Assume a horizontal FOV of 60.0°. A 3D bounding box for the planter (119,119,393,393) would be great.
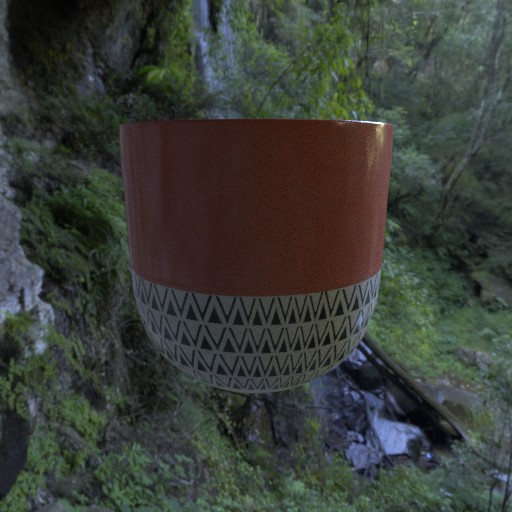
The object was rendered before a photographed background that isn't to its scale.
[{"bbox_3d":[0.000,0.000,0.480,0.266,0.270,0.266,0,14,0],"label":"planter"}]
